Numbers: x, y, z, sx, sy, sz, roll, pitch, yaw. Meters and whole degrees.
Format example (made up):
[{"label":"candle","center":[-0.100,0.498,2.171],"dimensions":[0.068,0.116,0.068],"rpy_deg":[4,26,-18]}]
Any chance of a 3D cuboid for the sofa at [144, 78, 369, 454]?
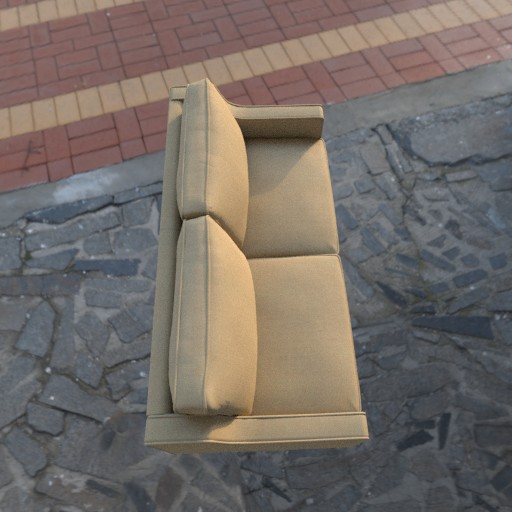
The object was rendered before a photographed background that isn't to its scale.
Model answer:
[{"label":"sofa","center":[0.000,0.000,2.743],"dimensions":[1.066,1.071,2.178],"rpy_deg":[-2,63,-1]}]
